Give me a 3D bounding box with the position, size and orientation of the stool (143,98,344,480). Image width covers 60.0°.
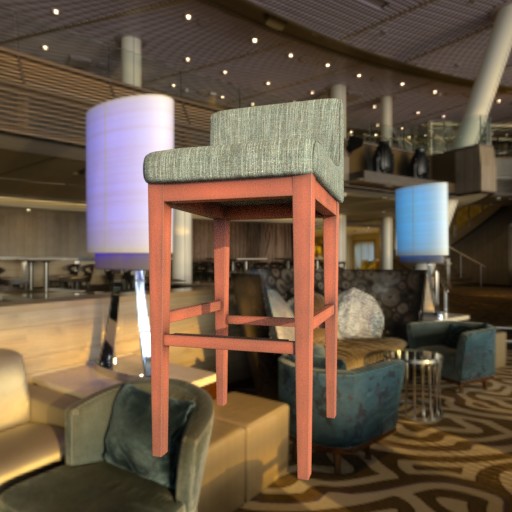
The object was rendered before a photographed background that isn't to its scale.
[{"bbox_3d":[0.000,0.000,1.219,0.426,0.965,0.499,0,0,18],"label":"stool"}]
